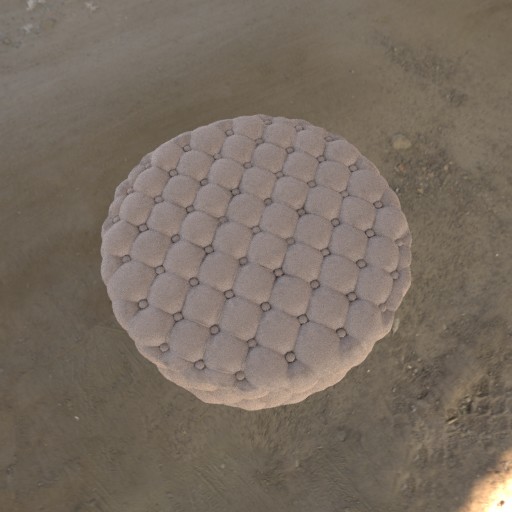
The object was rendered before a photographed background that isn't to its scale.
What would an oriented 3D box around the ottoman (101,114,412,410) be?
[{"bbox_3d":[0.000,0.000,1.544,0.998,0.399,0.998,0,64,0],"label":"ottoman"}]
